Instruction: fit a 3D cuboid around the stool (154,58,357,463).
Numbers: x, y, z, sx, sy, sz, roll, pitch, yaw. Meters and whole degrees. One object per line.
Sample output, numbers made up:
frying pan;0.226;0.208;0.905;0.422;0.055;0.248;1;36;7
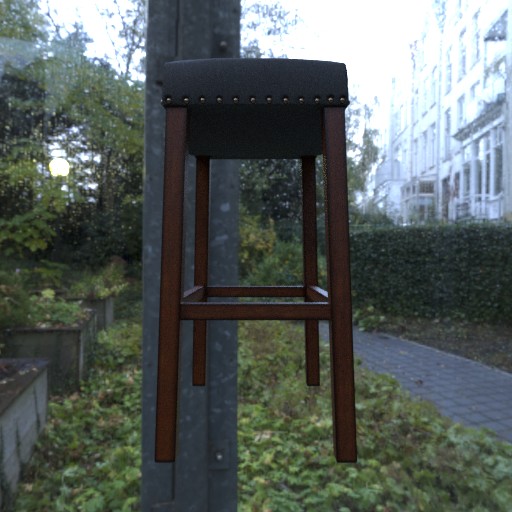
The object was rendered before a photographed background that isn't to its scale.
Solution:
stool;0.000;0.000;1.049;0.366;0.748;0.502;0;0;0
